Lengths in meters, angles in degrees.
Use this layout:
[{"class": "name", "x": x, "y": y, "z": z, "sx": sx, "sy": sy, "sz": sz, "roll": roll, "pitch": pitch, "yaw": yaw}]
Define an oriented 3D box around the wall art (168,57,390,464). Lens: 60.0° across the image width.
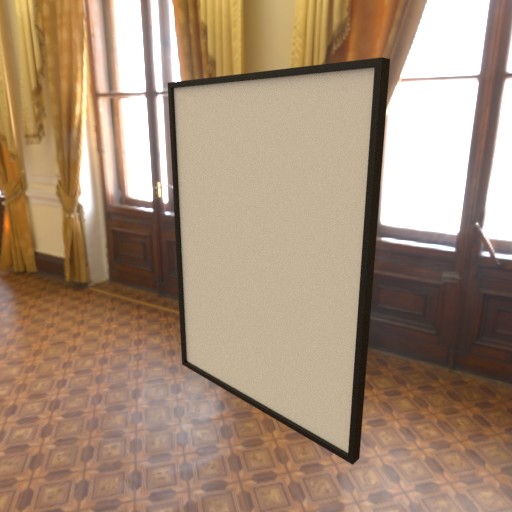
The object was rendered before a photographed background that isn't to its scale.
[{"class": "wall art", "x": 0.000, "y": 0.000, "z": 1.395, "sx": 0.802, "sy": 1.070, "sz": 0.036, "roll": 15, "pitch": 22, "yaw": 42}]
